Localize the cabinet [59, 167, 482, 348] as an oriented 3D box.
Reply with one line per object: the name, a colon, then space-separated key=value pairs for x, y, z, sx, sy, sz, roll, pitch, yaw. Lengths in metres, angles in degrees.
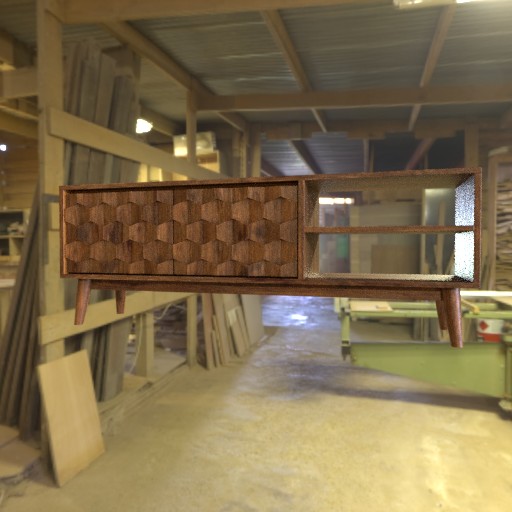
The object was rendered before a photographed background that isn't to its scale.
cabinet: x=0.000 y=0.000 z=1.646 sx=1.448 sy=0.528 sz=0.349 roll=0 pitch=1 yaw=16
